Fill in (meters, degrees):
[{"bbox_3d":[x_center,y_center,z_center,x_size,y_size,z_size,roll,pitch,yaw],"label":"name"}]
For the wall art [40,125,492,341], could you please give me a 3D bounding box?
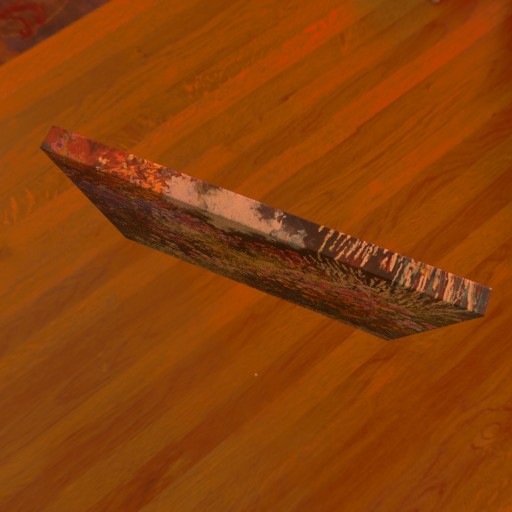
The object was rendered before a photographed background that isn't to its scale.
[{"bbox_3d":[0.000,0.000,0.766,0.610,0.406,0.037,21,76,5],"label":"wall art"}]
